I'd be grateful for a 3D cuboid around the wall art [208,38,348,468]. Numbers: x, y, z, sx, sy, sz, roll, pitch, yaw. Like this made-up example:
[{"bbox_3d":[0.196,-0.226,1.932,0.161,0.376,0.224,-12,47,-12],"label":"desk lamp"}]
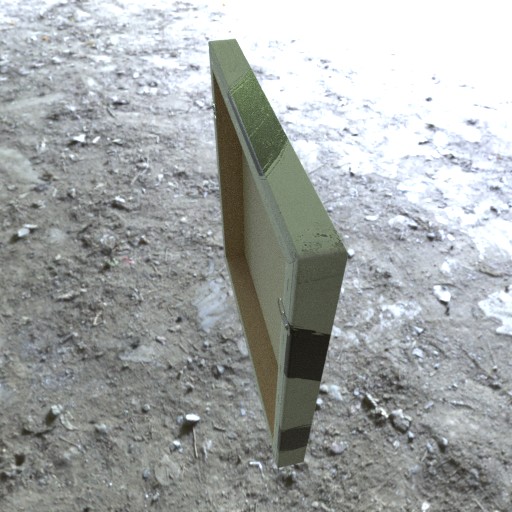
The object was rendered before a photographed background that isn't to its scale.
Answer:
[{"bbox_3d":[0.000,0.000,0.734,0.050,0.508,0.507,-9,47,-9],"label":"wall art"}]
